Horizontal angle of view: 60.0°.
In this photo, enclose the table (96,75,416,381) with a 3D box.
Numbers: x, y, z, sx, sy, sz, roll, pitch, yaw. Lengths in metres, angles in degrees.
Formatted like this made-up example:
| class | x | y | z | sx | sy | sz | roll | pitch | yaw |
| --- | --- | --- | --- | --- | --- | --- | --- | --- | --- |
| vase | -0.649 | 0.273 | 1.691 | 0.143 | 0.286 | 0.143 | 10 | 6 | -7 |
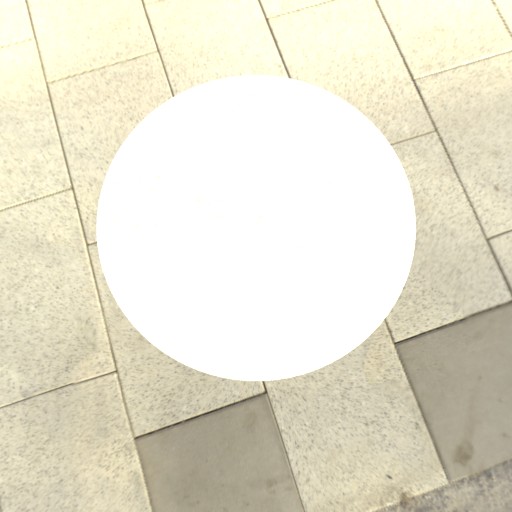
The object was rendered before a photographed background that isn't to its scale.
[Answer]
| class | x | y | z | sx | sy | sz | roll | pitch | yaw |
| --- | --- | --- | --- | --- | --- | --- | --- | --- | --- |
| table | 0.000 | 0.000 | 0.968 | 0.500 | 0.564 | 0.500 | 0 | 77 | 0 |
